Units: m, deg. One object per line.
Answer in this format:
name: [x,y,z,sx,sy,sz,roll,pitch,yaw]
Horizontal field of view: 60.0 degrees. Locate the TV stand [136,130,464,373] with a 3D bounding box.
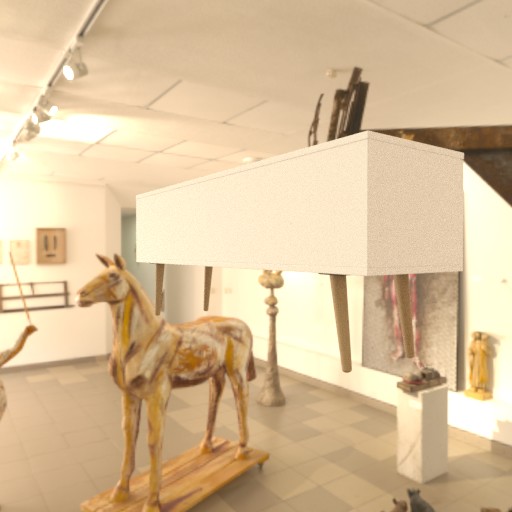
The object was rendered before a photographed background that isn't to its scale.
TV stand: [0.000,0.000,1.646,0.401,0.560,1.398,-1,1,-35]
